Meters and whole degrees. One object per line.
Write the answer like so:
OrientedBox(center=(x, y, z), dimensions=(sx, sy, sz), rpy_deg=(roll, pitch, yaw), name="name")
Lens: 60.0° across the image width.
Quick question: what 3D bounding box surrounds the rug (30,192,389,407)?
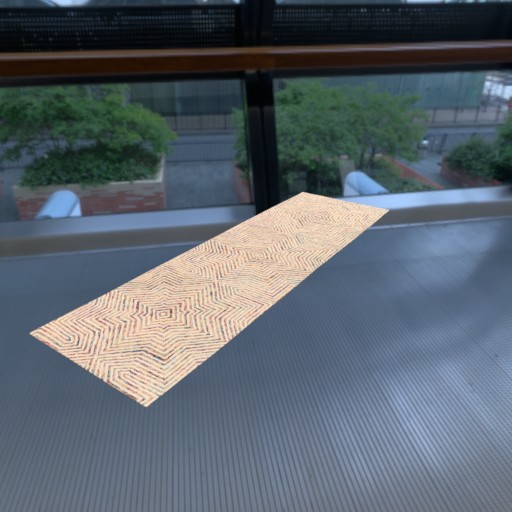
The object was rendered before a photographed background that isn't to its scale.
OrientedBox(center=(0.000, 0.000, 2.679), dimensions=(0.771, 0.009, 2.443), rpy_deg=(18, 31, 31), name="rug")
